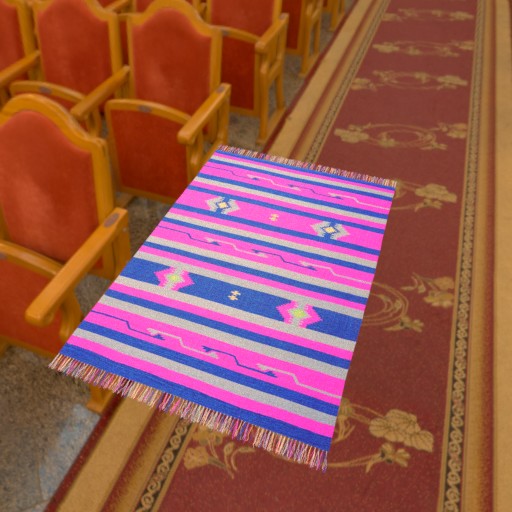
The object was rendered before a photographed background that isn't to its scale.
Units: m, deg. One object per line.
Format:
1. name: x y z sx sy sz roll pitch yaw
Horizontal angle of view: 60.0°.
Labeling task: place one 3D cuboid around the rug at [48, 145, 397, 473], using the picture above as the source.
1. rug: 0.000 0.000 2.947 1.539 0.013 2.350 15 48 14
